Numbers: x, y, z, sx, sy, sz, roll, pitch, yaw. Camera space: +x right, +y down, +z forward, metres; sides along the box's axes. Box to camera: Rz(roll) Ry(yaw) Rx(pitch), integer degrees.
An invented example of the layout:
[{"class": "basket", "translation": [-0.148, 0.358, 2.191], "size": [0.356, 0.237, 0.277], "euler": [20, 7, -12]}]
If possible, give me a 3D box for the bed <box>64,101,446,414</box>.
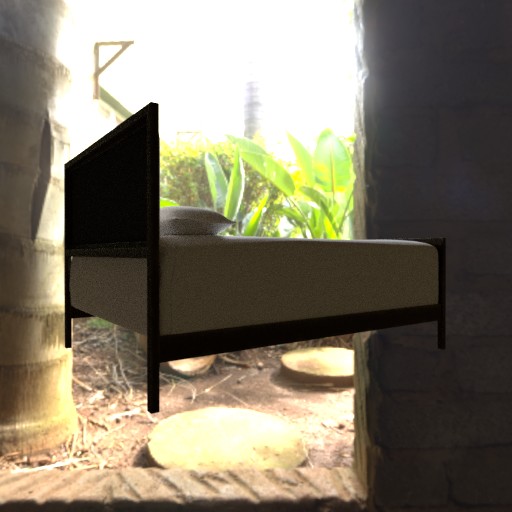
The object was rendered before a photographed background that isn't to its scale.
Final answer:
[{"class": "bed", "translation": [0.000, 0.000, 3.156], "size": [2.221, 1.313, 1.607], "euler": [0, 0, -35]}]
